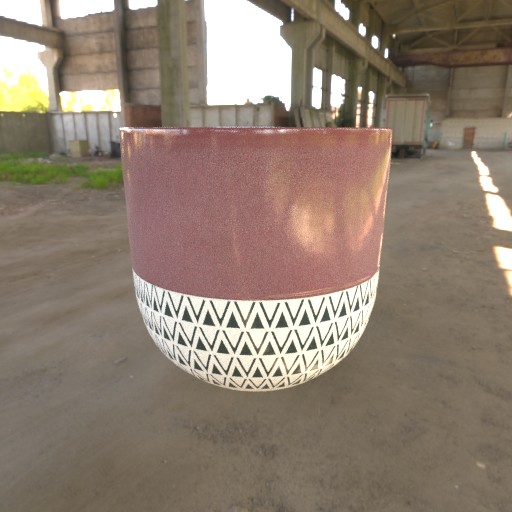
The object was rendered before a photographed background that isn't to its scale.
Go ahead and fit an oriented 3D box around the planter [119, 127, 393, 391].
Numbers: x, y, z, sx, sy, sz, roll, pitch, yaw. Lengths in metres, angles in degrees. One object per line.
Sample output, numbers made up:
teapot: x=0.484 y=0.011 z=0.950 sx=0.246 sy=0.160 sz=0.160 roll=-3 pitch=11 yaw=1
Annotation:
planter: x=0.000 y=0.000 z=0.486 sx=0.266 sy=0.270 sz=0.266 roll=0 pitch=16 yaw=0
